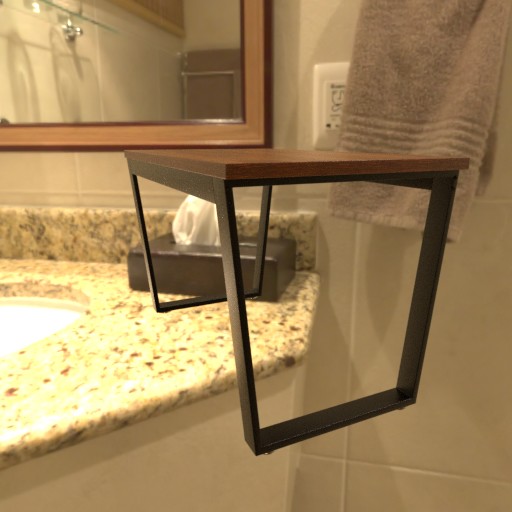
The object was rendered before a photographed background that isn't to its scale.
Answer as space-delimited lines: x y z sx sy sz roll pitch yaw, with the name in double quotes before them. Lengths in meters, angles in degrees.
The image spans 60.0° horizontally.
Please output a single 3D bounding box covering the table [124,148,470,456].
"table" 0.000 0.000 1.676 0.714 0.760 1.205 -7 16 -25
